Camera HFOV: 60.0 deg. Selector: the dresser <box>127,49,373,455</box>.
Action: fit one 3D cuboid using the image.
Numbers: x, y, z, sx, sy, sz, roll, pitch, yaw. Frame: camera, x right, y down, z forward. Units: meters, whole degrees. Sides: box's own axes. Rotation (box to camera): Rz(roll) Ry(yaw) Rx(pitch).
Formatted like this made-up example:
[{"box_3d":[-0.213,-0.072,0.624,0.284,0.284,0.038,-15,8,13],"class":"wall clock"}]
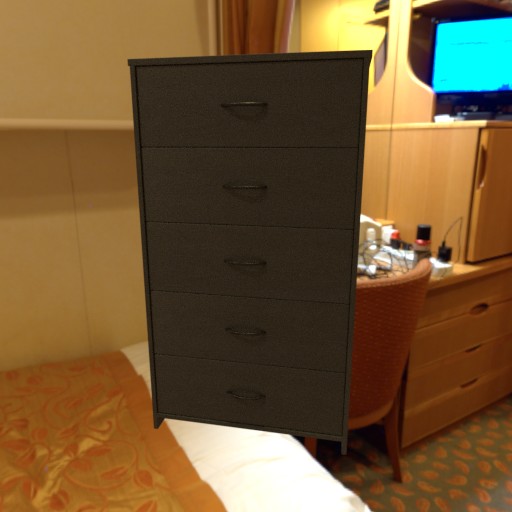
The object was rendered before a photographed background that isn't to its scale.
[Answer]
[{"box_3d":[0.000,0.000,1.565,0.704,1.255,0.399,3,15,11],"class":"dresser"}]
